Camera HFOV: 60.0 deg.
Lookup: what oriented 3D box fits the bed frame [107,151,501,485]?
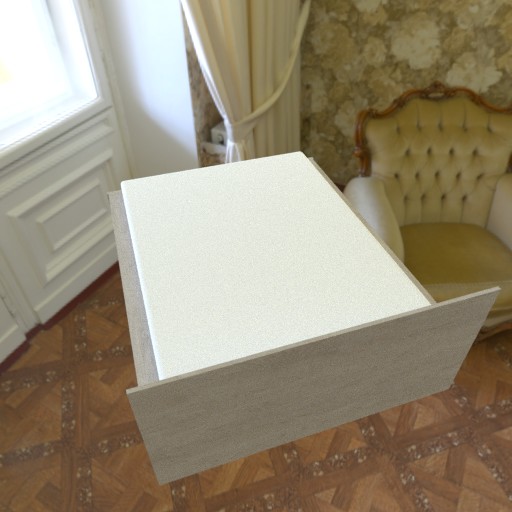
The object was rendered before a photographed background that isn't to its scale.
[{"bbox_3d":[0.000,0.000,2.720,1.622,0.800,1.960,-13,43,-14],"label":"bed frame"}]
